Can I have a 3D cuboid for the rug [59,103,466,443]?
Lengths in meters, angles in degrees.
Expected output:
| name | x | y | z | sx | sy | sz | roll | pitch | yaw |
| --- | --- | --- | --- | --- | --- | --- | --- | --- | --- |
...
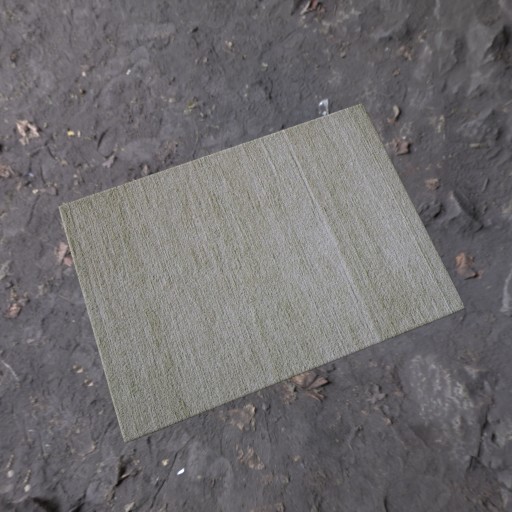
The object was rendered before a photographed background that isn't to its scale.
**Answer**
| name | x | y | z | sx | sy | sz | roll | pitch | yaw |
| --- | --- | --- | --- | --- | --- | --- | --- | --- | --- |
| rug | 0.000 | 0.000 | 2.926 | 2.270 | 0.017 | 1.606 | -20 | 76 | -5 |
